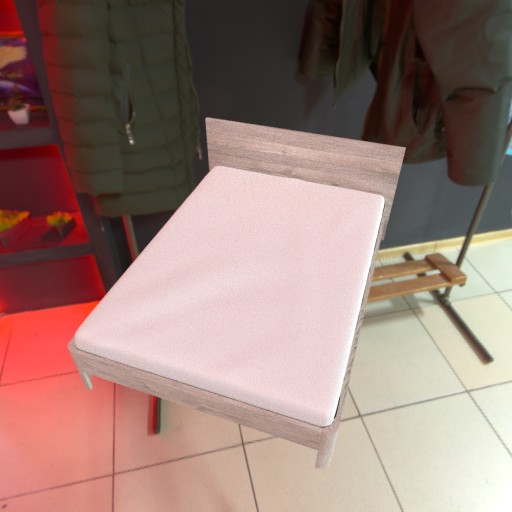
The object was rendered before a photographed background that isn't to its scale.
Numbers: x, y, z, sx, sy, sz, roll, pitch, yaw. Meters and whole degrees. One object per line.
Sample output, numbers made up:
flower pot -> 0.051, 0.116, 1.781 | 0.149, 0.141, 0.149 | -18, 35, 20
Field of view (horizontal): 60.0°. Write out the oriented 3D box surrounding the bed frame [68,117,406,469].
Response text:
bed frame -> 0.000, 0.000, 2.791 | 1.490, 0.800, 1.950 | 13, 43, 15
